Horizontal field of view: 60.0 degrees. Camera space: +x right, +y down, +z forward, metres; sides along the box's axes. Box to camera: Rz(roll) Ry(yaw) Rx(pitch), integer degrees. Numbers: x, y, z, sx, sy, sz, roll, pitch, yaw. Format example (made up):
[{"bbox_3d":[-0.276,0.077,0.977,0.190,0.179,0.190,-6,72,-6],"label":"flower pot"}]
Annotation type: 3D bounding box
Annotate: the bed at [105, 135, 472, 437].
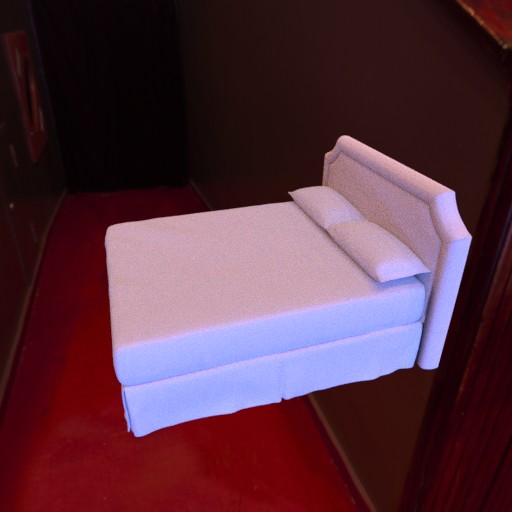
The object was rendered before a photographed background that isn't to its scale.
[{"bbox_3d":[0.000,0.000,3.316,2.164,1.297,1.828,-9,31,-15],"label":"bed"}]
